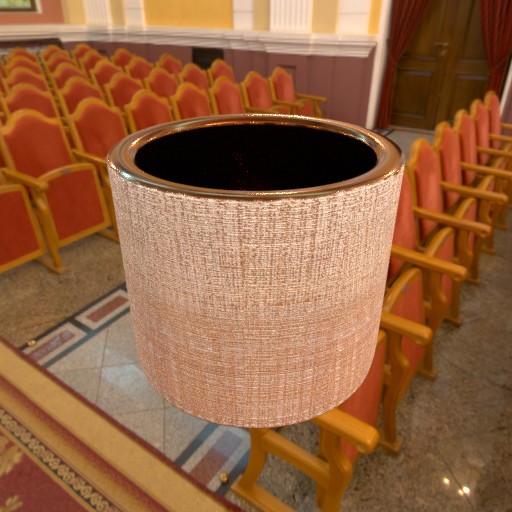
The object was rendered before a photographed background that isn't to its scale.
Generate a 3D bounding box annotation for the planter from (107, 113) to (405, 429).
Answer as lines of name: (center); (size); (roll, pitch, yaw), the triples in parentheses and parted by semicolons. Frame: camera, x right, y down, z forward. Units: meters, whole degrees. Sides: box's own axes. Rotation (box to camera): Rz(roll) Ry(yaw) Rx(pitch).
planter: (0.000, 0.000, 0.307); (0.177, 0.157, 0.177); (0, 30, 0)
